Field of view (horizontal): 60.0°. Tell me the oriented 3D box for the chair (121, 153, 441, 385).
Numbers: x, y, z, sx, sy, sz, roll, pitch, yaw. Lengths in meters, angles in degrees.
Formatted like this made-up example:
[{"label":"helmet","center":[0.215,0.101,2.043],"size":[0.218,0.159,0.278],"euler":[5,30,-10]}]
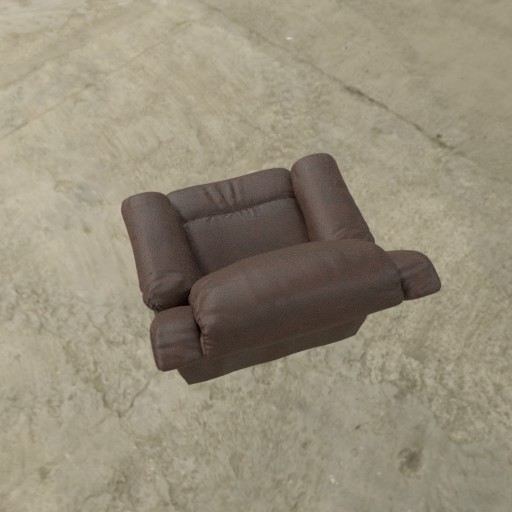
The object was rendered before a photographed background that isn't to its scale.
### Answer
[{"label":"chair","center":[0.000,0.000,1.255],"size":[0.680,0.702,0.707],"euler":[-15,59,-9]}]
